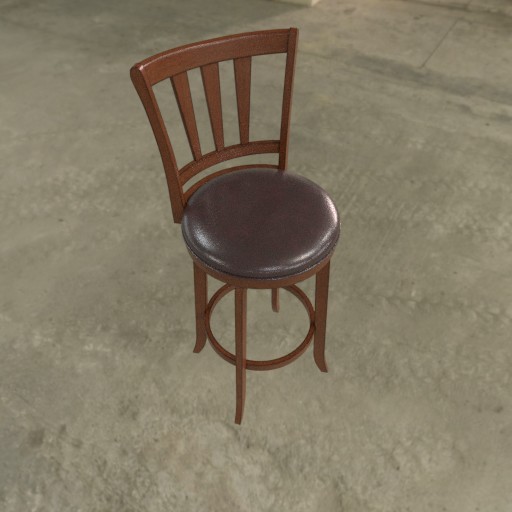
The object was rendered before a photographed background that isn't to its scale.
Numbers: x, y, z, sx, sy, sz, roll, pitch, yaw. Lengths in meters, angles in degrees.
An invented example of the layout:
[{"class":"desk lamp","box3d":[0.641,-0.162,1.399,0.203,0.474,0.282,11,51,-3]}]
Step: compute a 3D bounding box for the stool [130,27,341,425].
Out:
[{"class":"stool","box3d":[0.000,0.000,1.393,0.464,1.177,0.503,-24,51,-21]}]
